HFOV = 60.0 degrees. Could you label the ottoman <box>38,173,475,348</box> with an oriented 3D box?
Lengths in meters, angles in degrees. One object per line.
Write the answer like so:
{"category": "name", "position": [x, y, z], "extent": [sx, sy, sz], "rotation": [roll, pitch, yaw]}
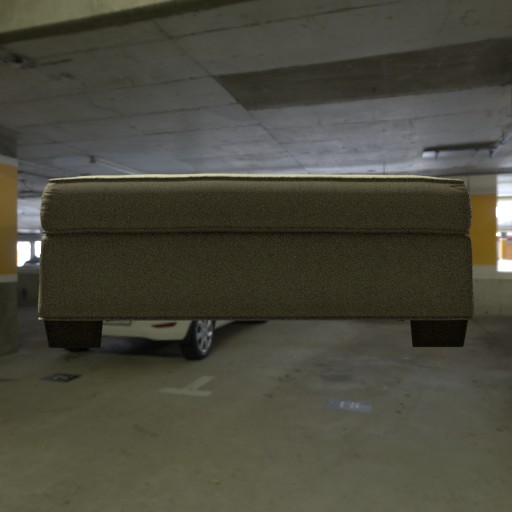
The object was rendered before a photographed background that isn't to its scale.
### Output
{"category": "ottoman", "position": [0.000, 0.000, 1.402], "extent": [1.097, 0.461, 0.617], "rotation": [0, 0, -1]}
